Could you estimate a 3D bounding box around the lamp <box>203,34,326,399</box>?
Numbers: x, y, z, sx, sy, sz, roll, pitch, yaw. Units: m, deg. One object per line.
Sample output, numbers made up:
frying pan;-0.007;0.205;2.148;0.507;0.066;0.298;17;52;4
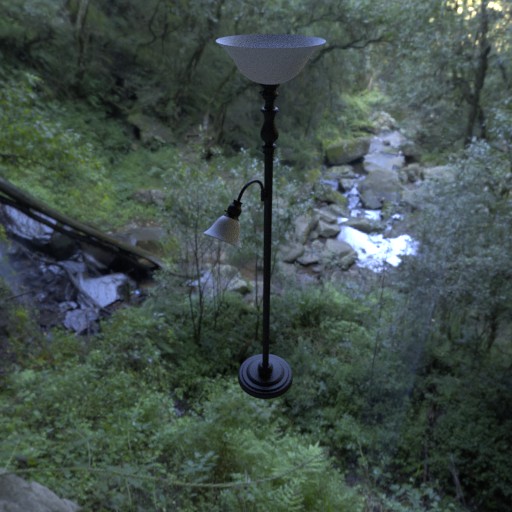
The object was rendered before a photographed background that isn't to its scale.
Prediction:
lamp;0.000;0.000;2.055;0.405;1.793;0.588;22;38;30
